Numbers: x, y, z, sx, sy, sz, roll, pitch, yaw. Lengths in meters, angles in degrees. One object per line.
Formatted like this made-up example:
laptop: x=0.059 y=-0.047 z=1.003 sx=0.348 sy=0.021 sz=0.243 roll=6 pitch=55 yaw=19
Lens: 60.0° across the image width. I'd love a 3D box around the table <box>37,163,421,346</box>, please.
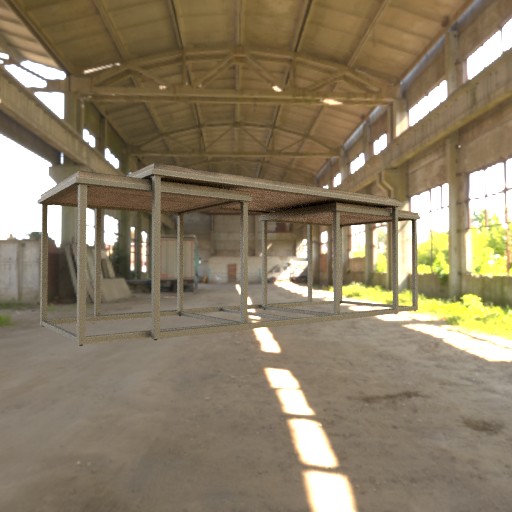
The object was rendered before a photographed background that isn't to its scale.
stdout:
table: x=0.000 y=0.000 z=1.539 sx=1.312 sy=0.427 sz=0.489 roll=1 pitch=-2 yaw=-37
